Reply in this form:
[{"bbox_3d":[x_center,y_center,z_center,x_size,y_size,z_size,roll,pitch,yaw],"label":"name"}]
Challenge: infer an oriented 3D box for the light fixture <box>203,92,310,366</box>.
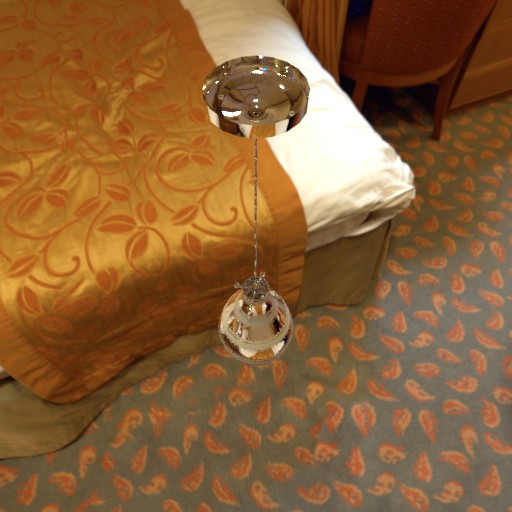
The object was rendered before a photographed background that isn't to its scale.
[{"bbox_3d":[0.000,0.000,1.639,0.374,1.457,0.374,16,59,10],"label":"light fixture"}]
